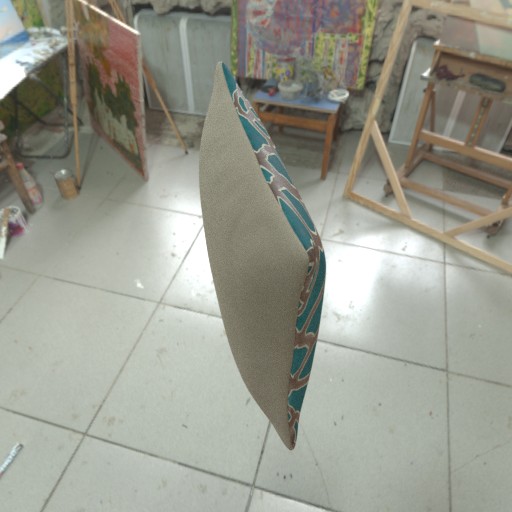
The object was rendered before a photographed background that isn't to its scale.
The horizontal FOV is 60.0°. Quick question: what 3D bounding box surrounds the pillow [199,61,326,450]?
[{"bbox_3d":[0.000,0.000,0.814,0.166,0.507,0.526,-10,46,-9],"label":"pillow"}]
